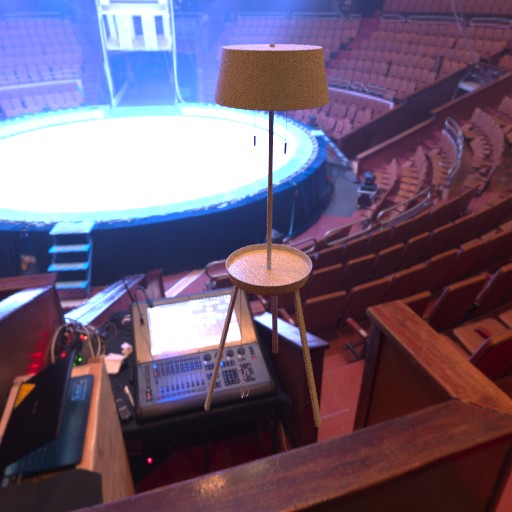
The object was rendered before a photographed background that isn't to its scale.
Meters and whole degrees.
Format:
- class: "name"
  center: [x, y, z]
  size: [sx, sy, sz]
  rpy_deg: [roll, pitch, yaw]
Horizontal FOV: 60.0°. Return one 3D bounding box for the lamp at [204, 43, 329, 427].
- class: "lamp"
  center: [0.000, 0.000, 1.652]
  size: [0.468, 1.429, 0.508]
  rpy_deg: [-10, 30, -17]
